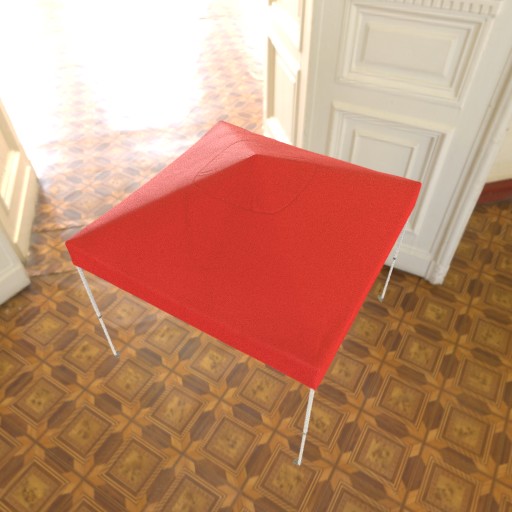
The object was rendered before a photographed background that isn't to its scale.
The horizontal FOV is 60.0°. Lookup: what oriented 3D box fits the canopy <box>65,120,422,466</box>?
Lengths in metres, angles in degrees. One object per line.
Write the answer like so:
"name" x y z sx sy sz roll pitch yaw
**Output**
"canopy" 0.000 0.000 5.598 2.996 2.997 2.998 23 50 21
